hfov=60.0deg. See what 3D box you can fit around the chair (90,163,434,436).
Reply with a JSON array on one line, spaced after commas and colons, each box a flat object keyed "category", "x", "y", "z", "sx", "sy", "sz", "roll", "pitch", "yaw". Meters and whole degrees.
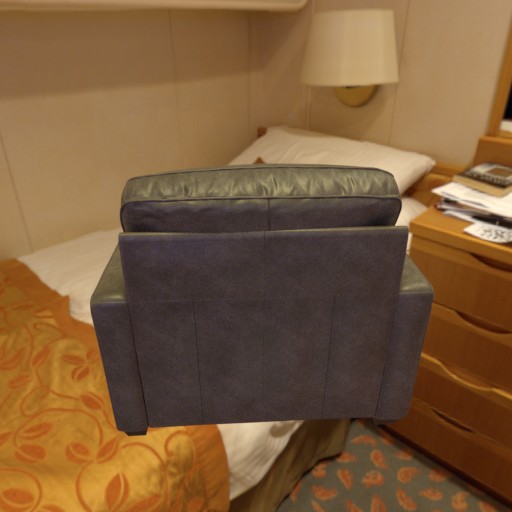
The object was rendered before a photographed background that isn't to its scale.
[{"category": "chair", "x": 0.000, "y": 0.000, "z": 1.703, "sx": 1.006, "sy": 0.916, "sz": 0.939, "roll": -2, "pitch": 28, "yaw": -3}]
